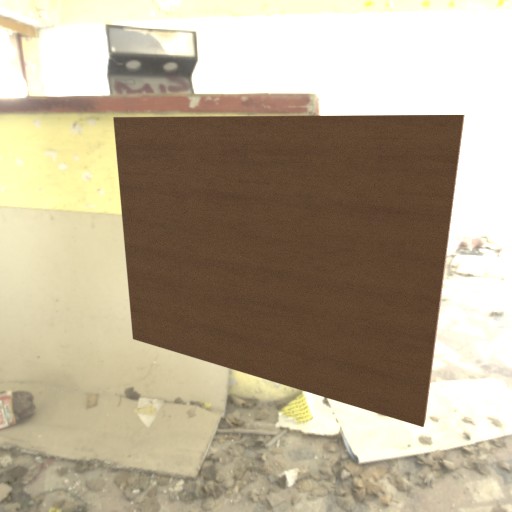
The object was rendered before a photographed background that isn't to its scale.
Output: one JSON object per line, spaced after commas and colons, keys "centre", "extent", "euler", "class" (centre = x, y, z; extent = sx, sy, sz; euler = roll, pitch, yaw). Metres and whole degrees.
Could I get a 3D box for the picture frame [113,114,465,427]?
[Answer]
{"centre": [0.000, 0.000, 1.690], "extent": [1.329, 1.018, 0.045], "euler": [9, 19, 28], "class": "picture frame"}
